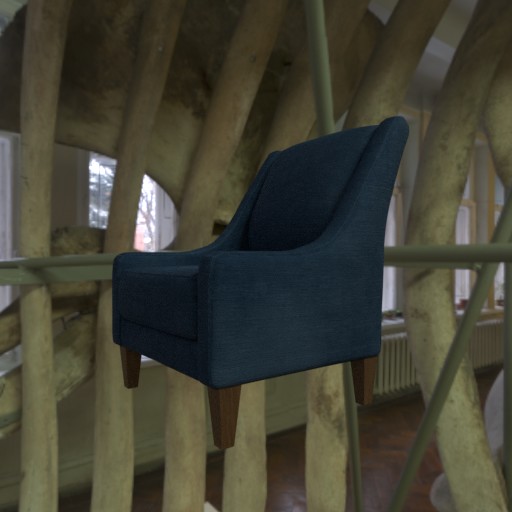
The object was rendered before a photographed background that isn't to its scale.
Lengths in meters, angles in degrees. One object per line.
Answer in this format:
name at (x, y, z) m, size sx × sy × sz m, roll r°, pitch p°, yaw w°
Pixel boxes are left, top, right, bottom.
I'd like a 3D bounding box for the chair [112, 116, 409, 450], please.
chair at (0.000, 0.000, 1.663) m, size 0.870 × 1.014 × 0.774 m, roll 0°, pitch 0°, yaw -37°
